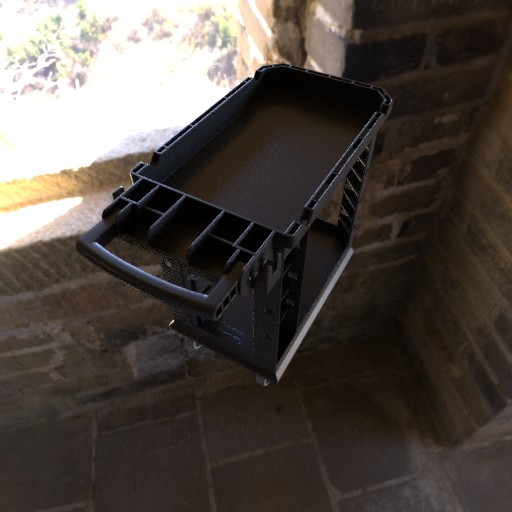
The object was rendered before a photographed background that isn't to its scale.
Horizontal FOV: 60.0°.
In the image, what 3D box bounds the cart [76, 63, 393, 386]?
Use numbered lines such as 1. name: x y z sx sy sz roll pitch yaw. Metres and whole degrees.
1. cart: 0.000 0.000 1.578 0.497 0.884 1.061 23 52 20
